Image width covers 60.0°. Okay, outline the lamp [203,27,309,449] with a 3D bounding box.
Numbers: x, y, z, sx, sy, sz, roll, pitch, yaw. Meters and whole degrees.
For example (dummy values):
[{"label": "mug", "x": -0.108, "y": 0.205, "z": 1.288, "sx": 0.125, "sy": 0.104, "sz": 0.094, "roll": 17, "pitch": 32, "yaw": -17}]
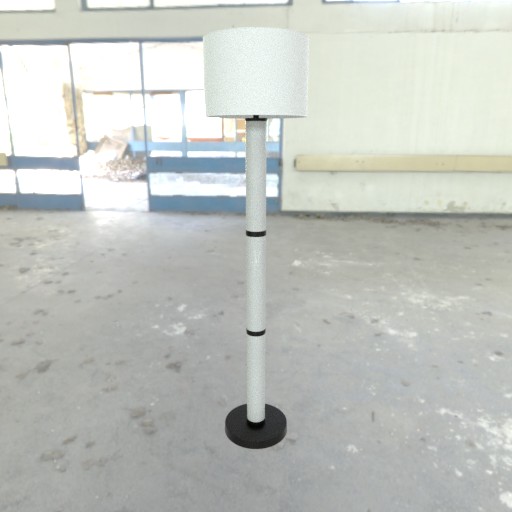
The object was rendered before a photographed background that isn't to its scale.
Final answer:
[{"label": "lamp", "x": 0.000, "y": 0.000, "z": 1.777, "sx": 0.377, "sy": 1.599, "sz": 0.377, "roll": 2, "pitch": 15, "yaw": 6}]
